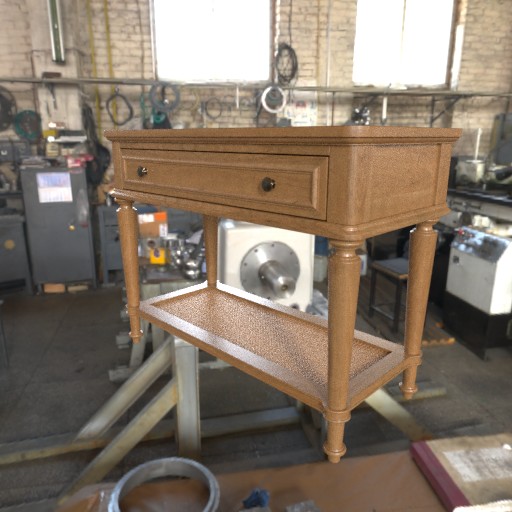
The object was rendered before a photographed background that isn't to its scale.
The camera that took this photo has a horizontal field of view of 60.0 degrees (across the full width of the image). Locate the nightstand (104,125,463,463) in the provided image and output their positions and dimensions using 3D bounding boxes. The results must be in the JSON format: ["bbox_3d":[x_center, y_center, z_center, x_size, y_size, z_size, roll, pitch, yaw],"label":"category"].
[{"bbox_3d":[0.000,0.000,1.276,0.914,0.700,0.432,14,21,43],"label":"nightstand"}]
